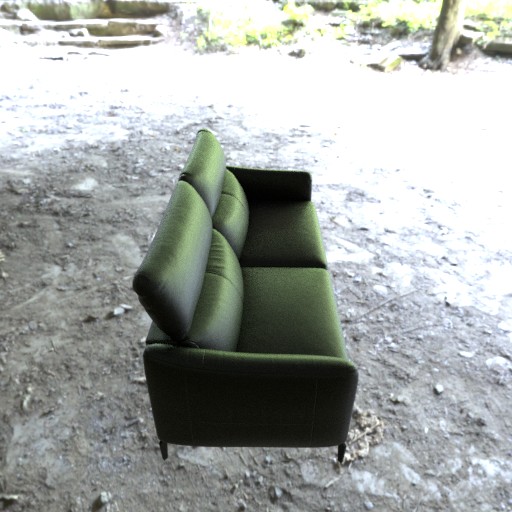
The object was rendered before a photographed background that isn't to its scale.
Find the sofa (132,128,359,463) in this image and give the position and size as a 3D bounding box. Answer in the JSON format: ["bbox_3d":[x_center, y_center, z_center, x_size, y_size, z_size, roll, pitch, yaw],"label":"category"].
[{"bbox_3d":[0.000,0.000,2.538,0.856,0.957,2.069,1,32,1],"label":"sofa"}]
